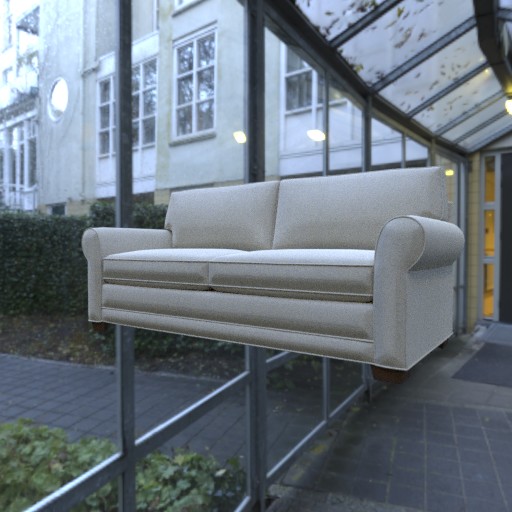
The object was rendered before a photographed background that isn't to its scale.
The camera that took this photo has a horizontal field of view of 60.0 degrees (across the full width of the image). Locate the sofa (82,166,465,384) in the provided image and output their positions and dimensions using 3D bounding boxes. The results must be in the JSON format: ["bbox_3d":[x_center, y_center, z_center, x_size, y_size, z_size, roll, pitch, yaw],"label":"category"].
[{"bbox_3d":[0.000,0.000,2.607,2.146,0.962,0.901,1,1,35],"label":"sofa"}]
